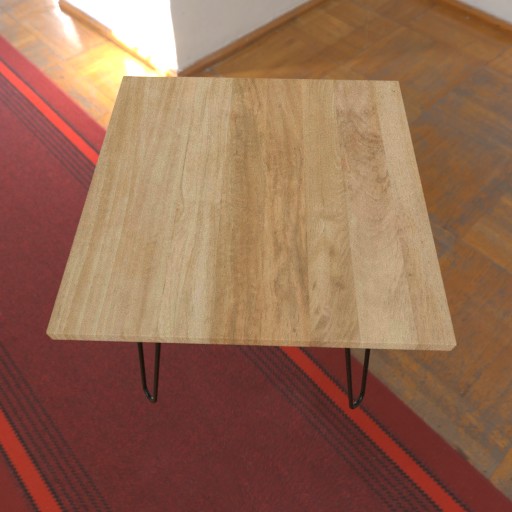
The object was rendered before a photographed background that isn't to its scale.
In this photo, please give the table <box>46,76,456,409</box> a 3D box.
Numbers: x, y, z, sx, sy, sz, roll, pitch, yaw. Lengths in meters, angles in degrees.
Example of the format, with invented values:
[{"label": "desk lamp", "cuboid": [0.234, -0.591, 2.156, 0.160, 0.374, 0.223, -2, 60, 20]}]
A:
[{"label": "table", "cuboid": [0.000, 0.000, 1.014, 0.599, 0.500, 0.599, 1, 58, 1]}]
